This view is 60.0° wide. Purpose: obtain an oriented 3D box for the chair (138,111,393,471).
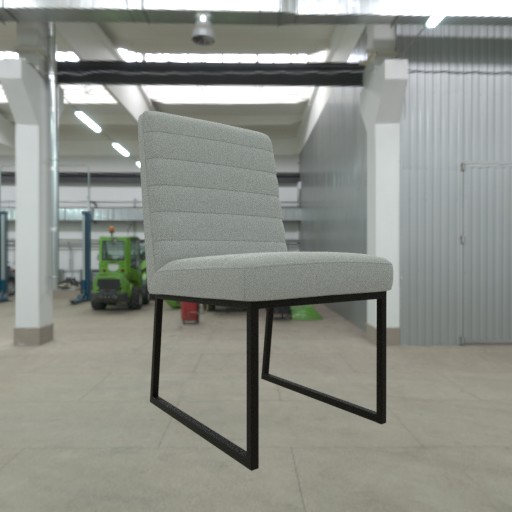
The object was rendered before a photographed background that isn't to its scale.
[{"bbox_3d":[0.000,0.000,1.337,0.520,0.930,0.634,0,0,-36],"label":"chair"}]
